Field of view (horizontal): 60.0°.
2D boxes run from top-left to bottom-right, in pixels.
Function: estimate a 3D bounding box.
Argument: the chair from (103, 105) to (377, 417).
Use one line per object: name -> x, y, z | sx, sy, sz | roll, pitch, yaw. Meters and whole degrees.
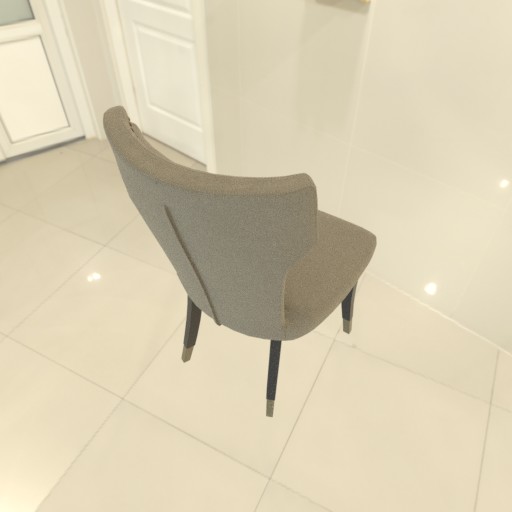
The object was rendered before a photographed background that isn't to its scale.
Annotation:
chair -> 0.000, 0.000, 1.292 | 0.526, 0.955, 0.630 | 26, 51, 23
